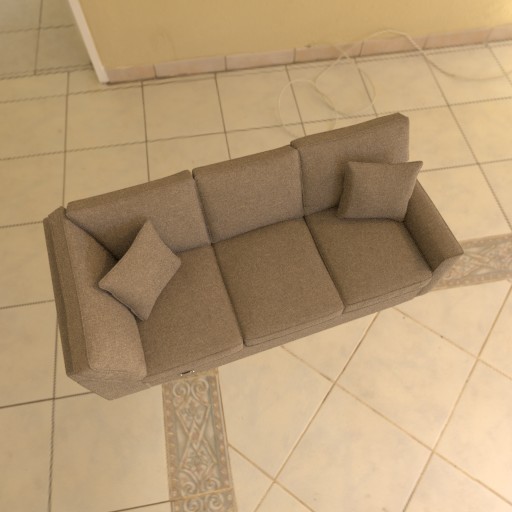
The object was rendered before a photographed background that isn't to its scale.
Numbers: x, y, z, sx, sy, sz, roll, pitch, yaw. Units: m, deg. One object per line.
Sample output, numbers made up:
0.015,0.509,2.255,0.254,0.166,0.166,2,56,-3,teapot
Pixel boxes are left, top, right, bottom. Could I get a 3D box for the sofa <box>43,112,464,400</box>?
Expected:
0.000,0.000,2.802,2.317,0.962,1.061,-17,64,-9,sofa
